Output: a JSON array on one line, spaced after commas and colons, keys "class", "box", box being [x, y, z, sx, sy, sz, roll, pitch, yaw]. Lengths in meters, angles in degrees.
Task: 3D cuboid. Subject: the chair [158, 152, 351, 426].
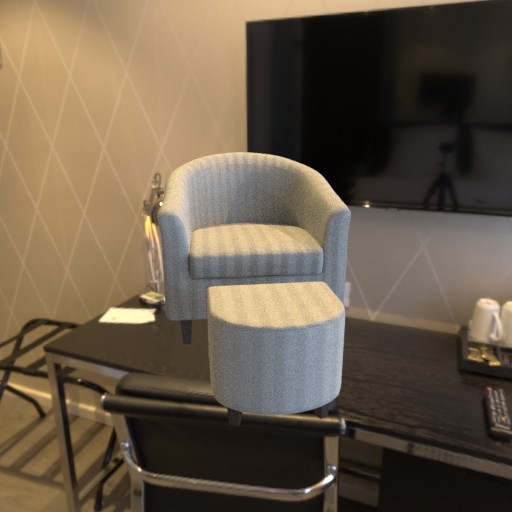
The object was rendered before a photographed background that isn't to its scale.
[{"class": "chair", "box": [0.000, 0.000, 1.798, 0.756, 0.757, 1.288, -2, 16, -7]}]
